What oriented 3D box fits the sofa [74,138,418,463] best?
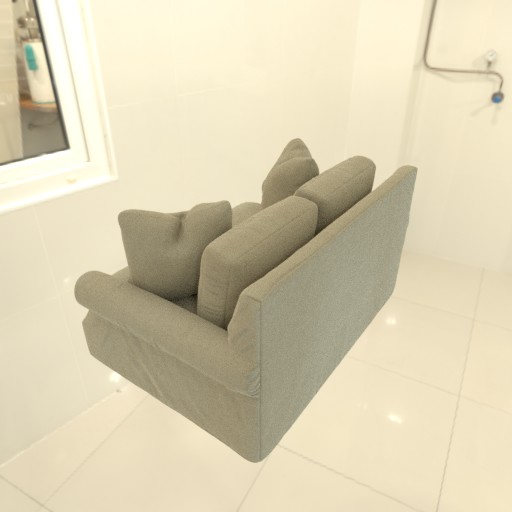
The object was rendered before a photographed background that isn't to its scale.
[{"bbox_3d":[0.000,0.000,2.229,1.070,0.905,1.550,20,36,30],"label":"sofa"}]
